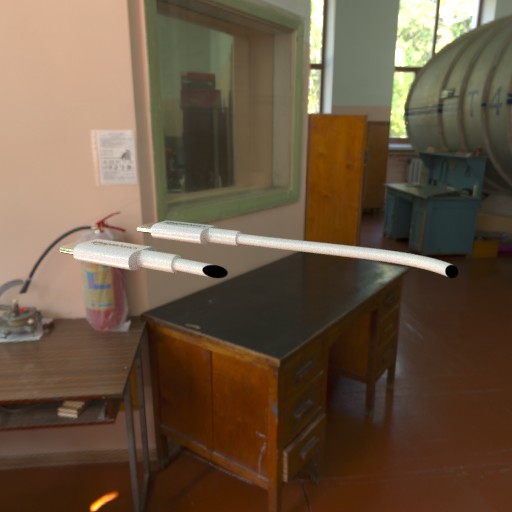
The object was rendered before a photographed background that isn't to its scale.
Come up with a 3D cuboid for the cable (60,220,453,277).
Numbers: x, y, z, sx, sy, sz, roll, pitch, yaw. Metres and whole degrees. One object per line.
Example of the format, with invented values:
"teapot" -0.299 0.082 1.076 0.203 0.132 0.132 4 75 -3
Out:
"cable" 0.000 0.000 0.113 0.098 0.005 0.041 8 17 27
